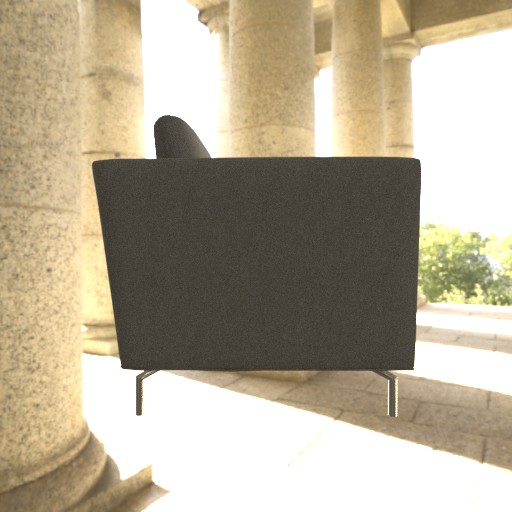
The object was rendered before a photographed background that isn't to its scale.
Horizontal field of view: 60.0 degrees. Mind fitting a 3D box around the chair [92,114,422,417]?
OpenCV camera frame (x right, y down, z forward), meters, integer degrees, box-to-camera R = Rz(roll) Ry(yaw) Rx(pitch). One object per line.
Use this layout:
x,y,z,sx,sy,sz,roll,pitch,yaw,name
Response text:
0.000,0.000,1.662,0.889,0.864,1.041,0,1,0,chair
